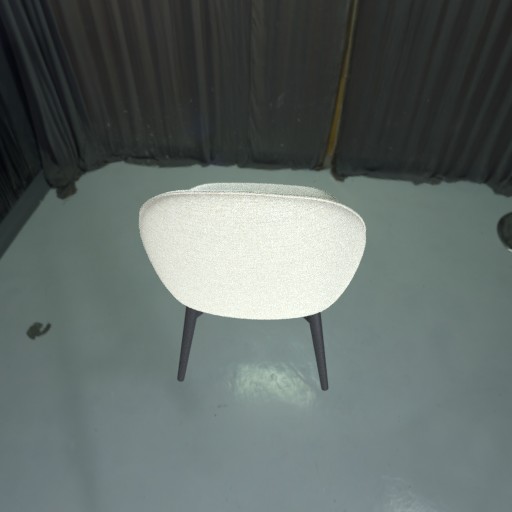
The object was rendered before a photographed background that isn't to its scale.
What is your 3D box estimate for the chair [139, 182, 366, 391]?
[{"bbox_3d":[0.000,0.000,1.209,0.532,0.838,0.540,3,47,3],"label":"chair"}]
